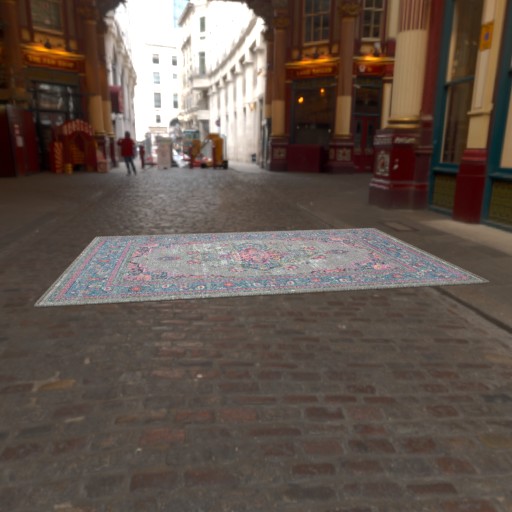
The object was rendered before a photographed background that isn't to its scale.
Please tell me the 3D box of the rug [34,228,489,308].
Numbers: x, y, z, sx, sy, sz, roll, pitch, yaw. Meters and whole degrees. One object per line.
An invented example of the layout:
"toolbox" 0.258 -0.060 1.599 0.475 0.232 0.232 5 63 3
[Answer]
"rug" 0.000 0.000 2.213 1.748 0.014 1.144 -2 15 -9
